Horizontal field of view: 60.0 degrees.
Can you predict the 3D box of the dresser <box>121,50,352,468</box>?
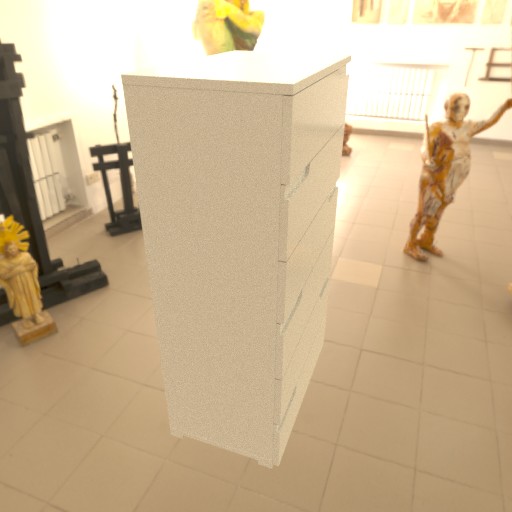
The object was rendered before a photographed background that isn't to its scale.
[{"bbox_3d":[0.000,0.000,1.480,0.400,1.190,0.650,10,31,18],"label":"dresser"}]
